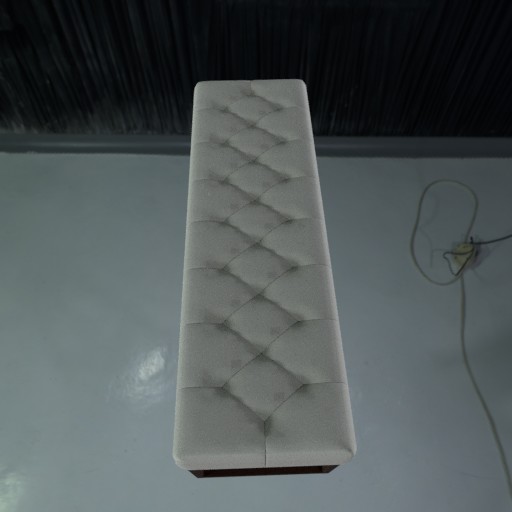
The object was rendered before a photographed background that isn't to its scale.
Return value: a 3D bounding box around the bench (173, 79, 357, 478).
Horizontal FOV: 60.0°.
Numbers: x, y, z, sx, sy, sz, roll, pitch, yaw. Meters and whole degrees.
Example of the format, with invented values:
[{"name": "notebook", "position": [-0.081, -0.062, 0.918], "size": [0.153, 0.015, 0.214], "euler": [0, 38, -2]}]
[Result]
[{"name": "bench", "position": [0.000, 0.000, 1.686], "size": [0.479, 0.488, 1.488], "euler": [-2, 59, -1]}]
